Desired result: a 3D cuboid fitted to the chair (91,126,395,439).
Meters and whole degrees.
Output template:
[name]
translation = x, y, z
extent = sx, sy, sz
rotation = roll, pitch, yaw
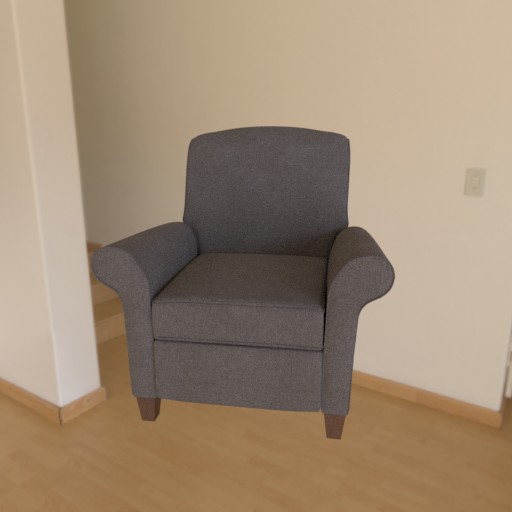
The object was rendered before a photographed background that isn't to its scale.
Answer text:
[chair]
translation = 0.000, 0.000, 1.827
extent = 0.978, 1.061, 0.905
rotation = 2, 14, 9
